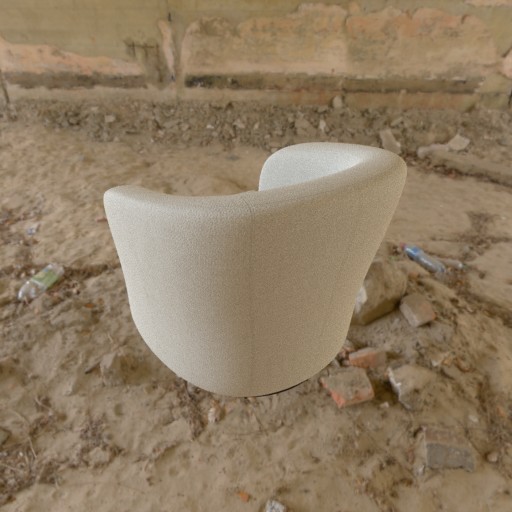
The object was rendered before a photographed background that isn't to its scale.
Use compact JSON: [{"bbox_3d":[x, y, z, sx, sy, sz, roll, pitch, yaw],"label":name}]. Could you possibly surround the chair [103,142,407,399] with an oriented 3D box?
[{"bbox_3d":[0.000,0.000,1.463,0.791,0.771,0.815,-20,37,-29],"label":"chair"}]
